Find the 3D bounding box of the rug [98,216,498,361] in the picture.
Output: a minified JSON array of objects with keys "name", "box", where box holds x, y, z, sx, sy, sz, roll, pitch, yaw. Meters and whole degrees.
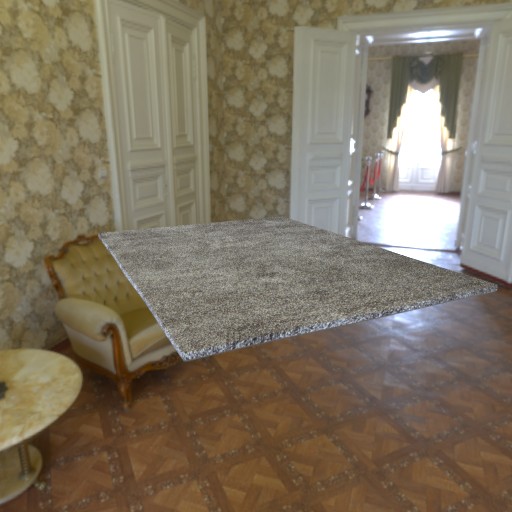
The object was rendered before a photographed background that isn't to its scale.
[{"name":"rug","box":[0.000,0.000,2.064,1.198,0.025,1.601,-7,17,-25]}]
